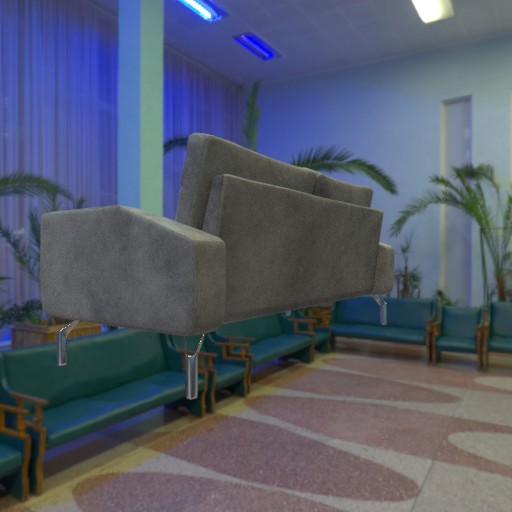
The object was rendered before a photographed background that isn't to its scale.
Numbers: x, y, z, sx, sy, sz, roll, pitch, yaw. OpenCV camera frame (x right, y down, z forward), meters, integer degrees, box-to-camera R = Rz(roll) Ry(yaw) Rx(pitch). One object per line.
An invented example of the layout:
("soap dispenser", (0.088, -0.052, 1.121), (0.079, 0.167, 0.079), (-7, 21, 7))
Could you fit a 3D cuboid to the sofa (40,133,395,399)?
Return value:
("sofa", (0.000, 0.000, 2.273), (0.849, 0.859, 1.837), (0, 0, 35))
